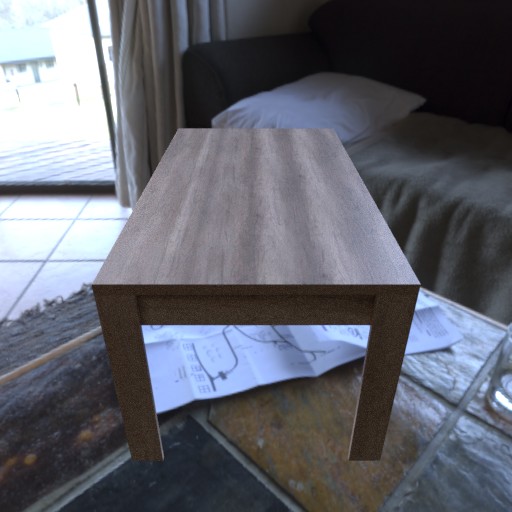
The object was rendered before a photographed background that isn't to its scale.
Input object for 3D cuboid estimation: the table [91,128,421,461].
[{"bbox_3d":[0.000,0.000,2.096,0.900,0.775,1.600,0,31,0],"label":"table"}]
